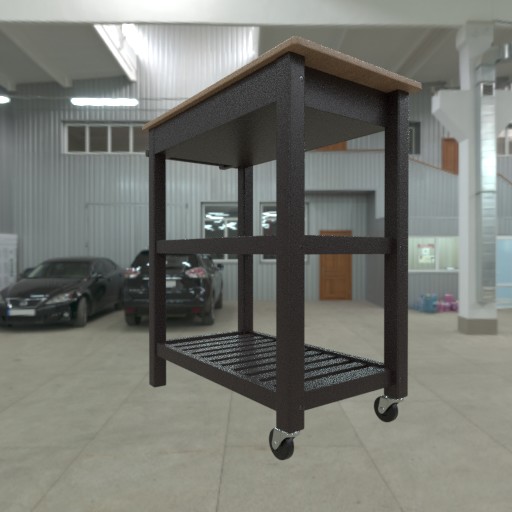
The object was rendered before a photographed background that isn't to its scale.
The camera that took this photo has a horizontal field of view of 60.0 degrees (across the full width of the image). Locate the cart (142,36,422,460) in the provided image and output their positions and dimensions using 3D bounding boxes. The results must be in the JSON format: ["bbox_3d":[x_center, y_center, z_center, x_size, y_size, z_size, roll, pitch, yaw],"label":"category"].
[{"bbox_3d":[0.000,0.000,1.421,0.457,0.927,0.899,0,1,-36],"label":"cart"}]
